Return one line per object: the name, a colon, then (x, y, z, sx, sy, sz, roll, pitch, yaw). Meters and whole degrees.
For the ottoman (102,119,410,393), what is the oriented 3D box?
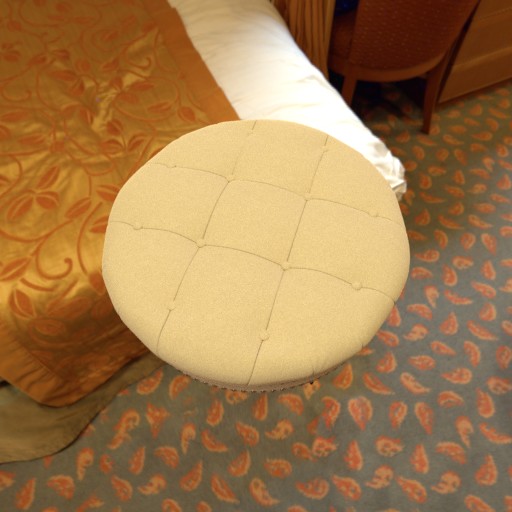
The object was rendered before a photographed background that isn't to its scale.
ottoman: (0.000, 0.000, 1.418, 0.901, 0.439, 0.901, 0, 58, 0)
